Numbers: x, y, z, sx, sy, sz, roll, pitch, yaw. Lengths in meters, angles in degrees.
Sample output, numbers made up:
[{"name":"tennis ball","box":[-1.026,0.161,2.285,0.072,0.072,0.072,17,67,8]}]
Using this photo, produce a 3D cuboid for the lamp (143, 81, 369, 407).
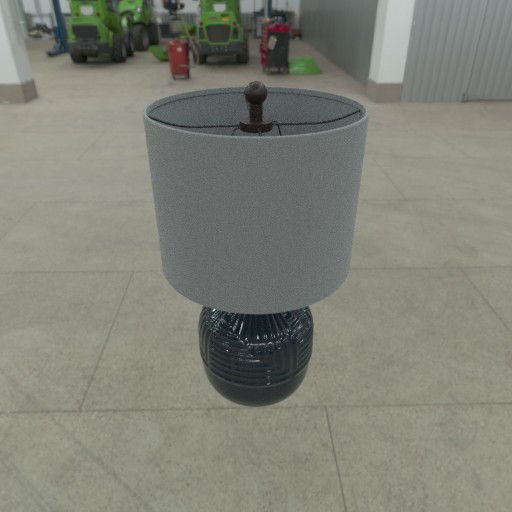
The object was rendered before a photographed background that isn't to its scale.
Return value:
[{"name":"lamp","box":[0.000,0.000,0.763,0.318,0.567,0.318,0,31,0]}]
